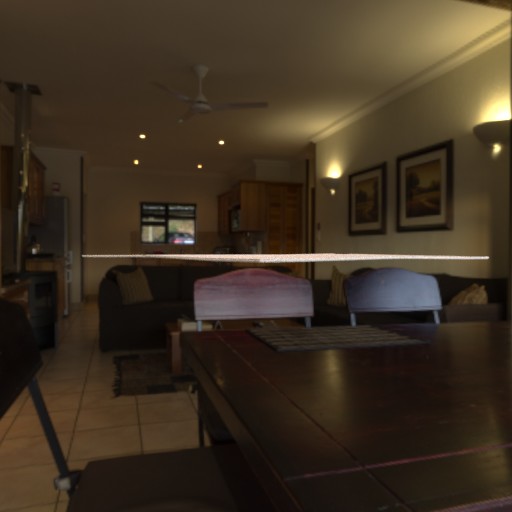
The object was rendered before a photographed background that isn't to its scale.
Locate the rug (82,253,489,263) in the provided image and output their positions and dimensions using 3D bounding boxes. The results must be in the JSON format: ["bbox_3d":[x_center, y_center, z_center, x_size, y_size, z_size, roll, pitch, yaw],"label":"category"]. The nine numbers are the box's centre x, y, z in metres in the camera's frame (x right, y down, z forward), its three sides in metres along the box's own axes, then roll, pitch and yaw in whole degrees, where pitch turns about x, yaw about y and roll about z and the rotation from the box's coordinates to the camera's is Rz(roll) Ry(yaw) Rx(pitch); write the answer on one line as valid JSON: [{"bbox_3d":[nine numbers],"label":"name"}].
[{"bbox_3d":[0.000,0.000,2.925,1.624,0.030,2.264,0,1,-36],"label":"rug"}]
